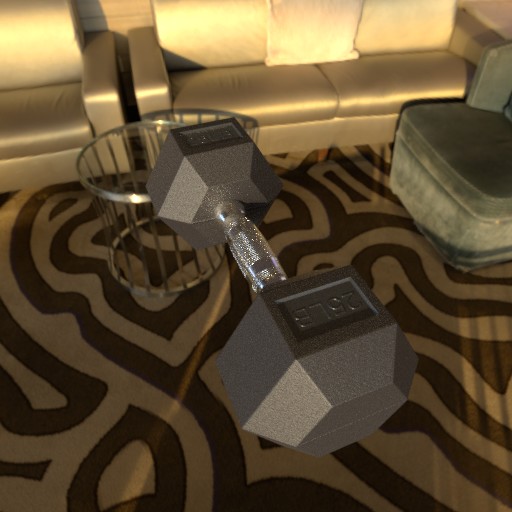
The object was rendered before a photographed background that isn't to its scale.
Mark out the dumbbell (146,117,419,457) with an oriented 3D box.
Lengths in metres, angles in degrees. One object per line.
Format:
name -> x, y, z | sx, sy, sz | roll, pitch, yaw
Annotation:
dumbbell -> 0.000, 0.000, 0.375 | 0.129, 0.113, 0.315 | -16, 47, -16
